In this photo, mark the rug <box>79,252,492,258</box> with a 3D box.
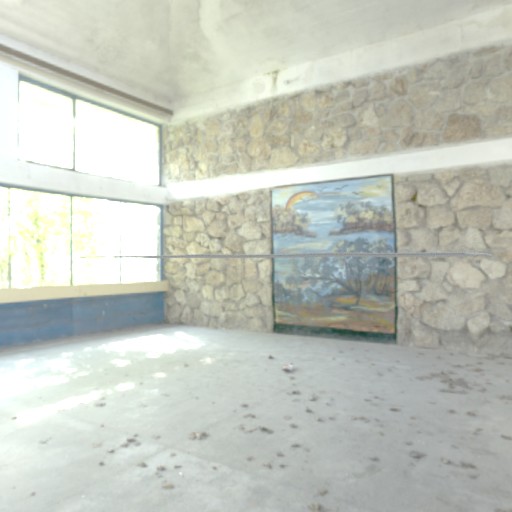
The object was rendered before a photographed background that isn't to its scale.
[{"bbox_3d":[0.000,0.000,2.671,2.439,0.013,0.762,-1,-1,35],"label":"rug"}]
